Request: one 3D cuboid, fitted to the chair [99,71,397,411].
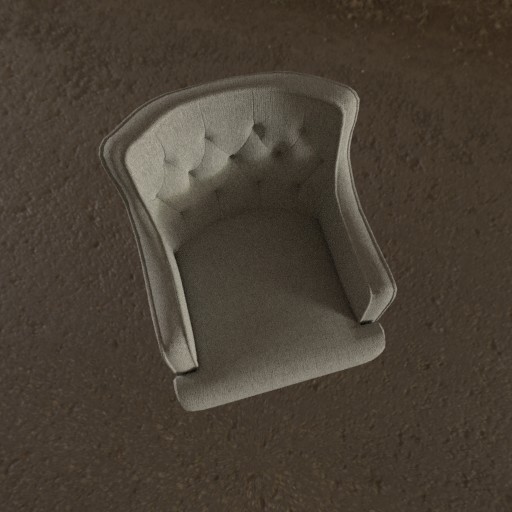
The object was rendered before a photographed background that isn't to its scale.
[{"bbox_3d":[0.000,0.000,1.629,0.820,0.920,0.910,-14,66,-6],"label":"chair"}]
